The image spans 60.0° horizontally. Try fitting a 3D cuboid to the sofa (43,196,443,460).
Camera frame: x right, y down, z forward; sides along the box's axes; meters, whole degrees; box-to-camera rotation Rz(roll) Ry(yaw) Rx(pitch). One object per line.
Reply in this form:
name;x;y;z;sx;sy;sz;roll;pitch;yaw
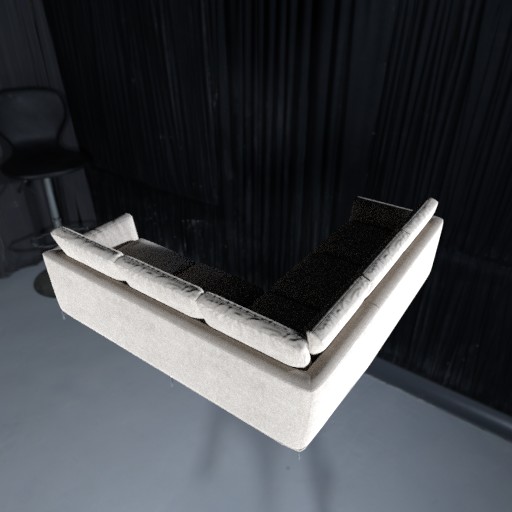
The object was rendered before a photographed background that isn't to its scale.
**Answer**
sofa;0.000;0.000;3.785;2.438;0.864;2.438;20;37;29
